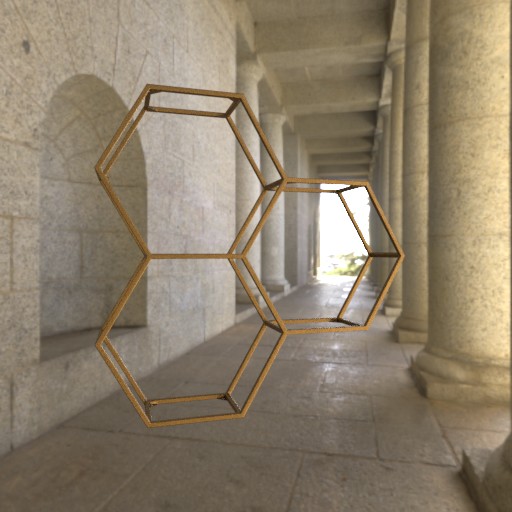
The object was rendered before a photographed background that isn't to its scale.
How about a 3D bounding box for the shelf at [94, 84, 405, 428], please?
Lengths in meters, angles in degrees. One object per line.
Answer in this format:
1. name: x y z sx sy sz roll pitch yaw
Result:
1. shelf: 0.000 0.000 1.044 0.708 0.701 0.150 0 0 -16
